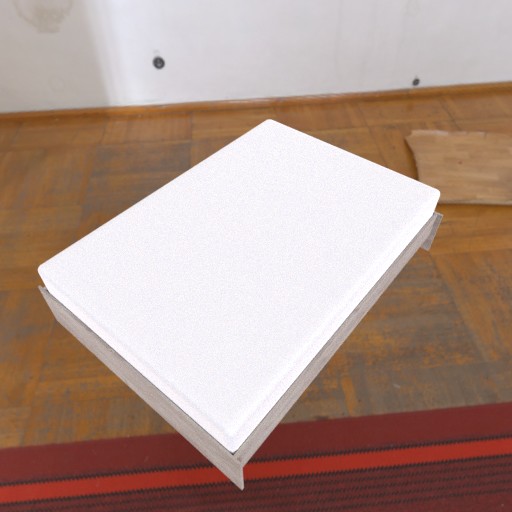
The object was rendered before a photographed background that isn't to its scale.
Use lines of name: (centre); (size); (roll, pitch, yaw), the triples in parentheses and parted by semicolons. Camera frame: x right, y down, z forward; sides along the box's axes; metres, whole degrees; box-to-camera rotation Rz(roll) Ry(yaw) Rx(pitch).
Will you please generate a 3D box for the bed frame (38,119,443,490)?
bed frame: (0.000, 0.000, 2.637); (1.445, 0.497, 1.945); (31, 54, 26)
